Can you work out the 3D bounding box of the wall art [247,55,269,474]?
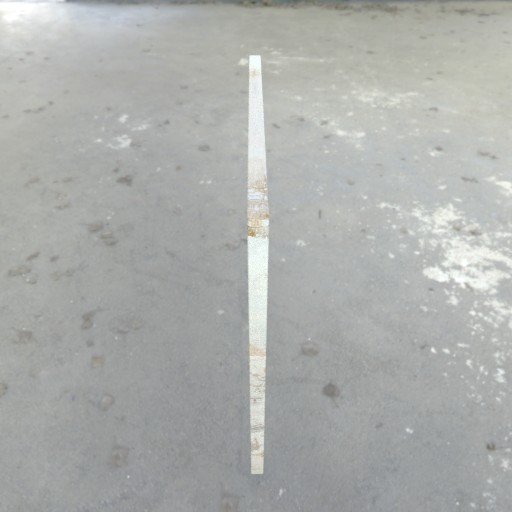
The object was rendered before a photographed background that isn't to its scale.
[{"bbox_3d":[0.000,0.000,1.517,0.040,1.018,1.015,0,40,0],"label":"wall art"}]
